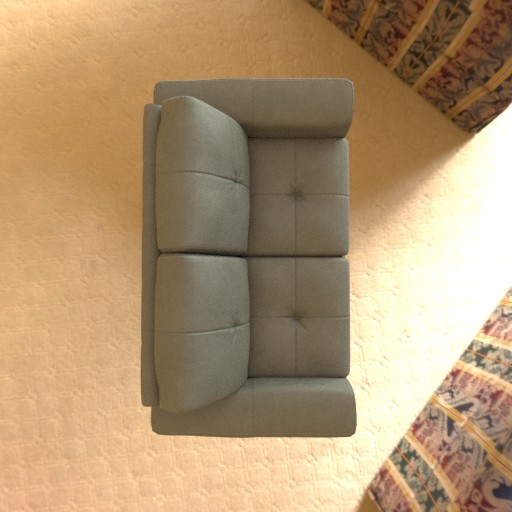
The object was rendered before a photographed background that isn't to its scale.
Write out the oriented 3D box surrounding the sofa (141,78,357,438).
[{"bbox_3d":[0.000,0.000,2.273,1.018,0.907,1.806,0,88,0],"label":"sofa"}]
